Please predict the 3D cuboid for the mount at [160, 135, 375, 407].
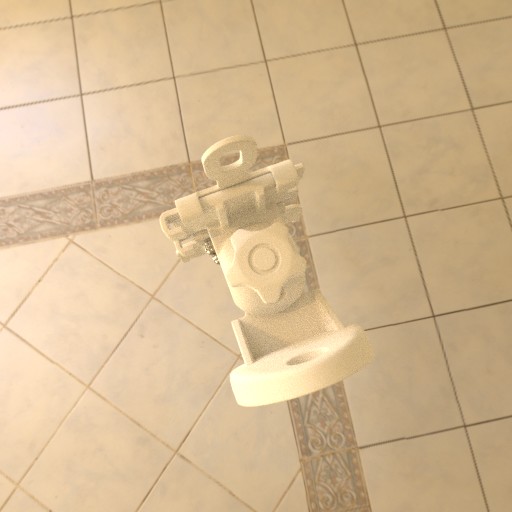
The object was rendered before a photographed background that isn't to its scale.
[{"bbox_3d":[0.000,0.000,0.178,0.066,0.118,0.100,-21,79,-4],"label":"mount"}]
